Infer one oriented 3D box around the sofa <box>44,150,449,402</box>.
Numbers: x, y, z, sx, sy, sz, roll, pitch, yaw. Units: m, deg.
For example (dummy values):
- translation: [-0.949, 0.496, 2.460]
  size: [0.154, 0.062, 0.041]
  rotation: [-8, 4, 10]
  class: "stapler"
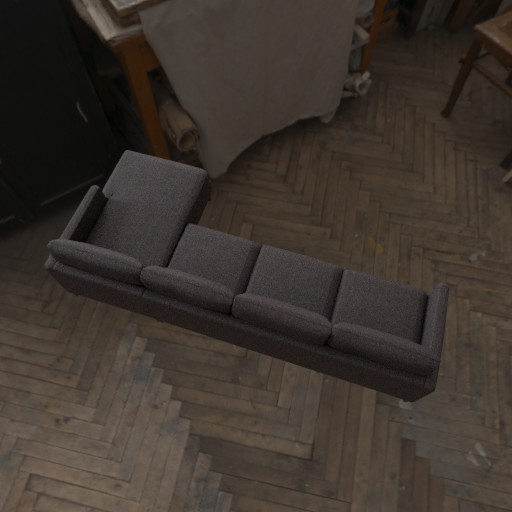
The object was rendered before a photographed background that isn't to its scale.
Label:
- translation: [0.000, 0.000, 3.870]
  size: [3.221, 0.892, 1.483]
  rotation: [16, 64, 8]
  class: "sofa"
